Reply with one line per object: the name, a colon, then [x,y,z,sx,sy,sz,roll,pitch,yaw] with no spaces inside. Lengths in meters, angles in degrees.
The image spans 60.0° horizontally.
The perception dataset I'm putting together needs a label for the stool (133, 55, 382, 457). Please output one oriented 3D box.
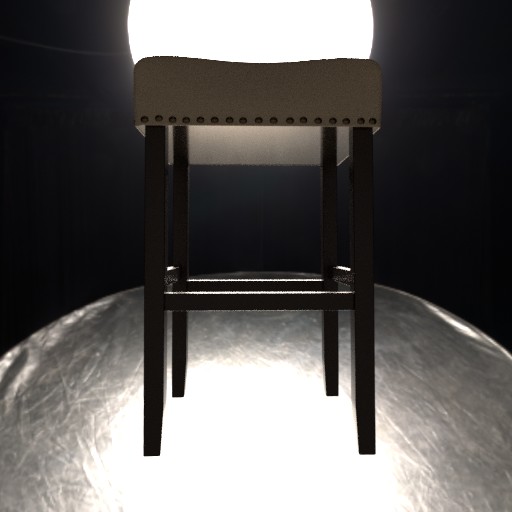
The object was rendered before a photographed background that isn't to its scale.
stool: [0.000,0.000,1.028,0.471,0.762,0.401,0,1,-2]
